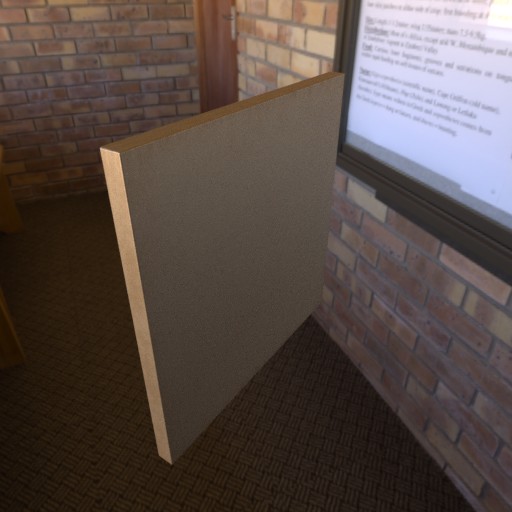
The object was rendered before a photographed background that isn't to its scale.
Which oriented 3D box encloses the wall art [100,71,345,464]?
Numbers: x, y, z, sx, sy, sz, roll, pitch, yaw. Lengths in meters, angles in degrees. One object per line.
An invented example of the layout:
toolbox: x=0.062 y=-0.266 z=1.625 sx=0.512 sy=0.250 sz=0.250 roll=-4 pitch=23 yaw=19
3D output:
wall art: x=0.000 y=0.000 z=0.743 sx=0.030 sy=0.506 sz=0.503 roll=20 pitch=38 yaw=29
